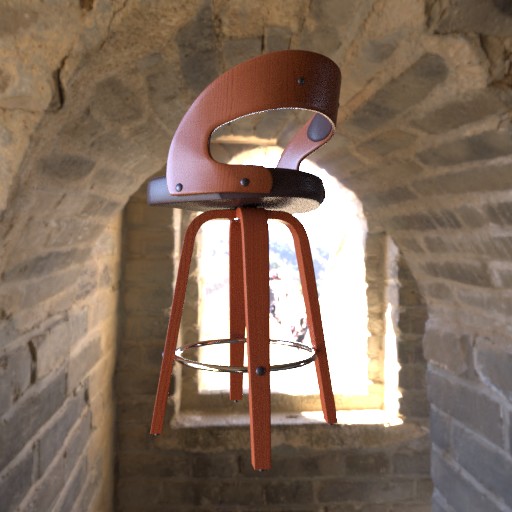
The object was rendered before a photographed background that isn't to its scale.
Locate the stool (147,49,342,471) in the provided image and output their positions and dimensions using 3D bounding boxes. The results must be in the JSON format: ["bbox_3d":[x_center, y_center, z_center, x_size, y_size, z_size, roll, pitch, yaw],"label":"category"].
[{"bbox_3d":[0.000,0.000,1.191,0.457,0.940,0.457,0,-1,36],"label":"stool"}]
